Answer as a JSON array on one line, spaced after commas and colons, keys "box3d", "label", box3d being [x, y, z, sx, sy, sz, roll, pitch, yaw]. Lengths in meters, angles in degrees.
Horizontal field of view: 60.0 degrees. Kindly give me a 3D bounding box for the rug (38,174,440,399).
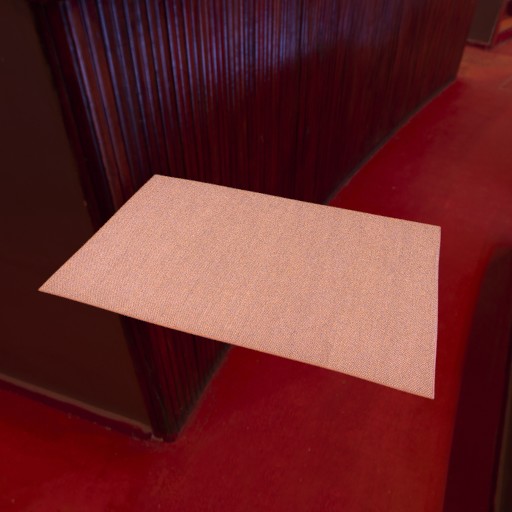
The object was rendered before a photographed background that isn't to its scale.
[{"box3d": [0.000, 0.000, 2.137, 1.678, 0.013, 1.078, 12, 42, 14], "label": "rug"}]
